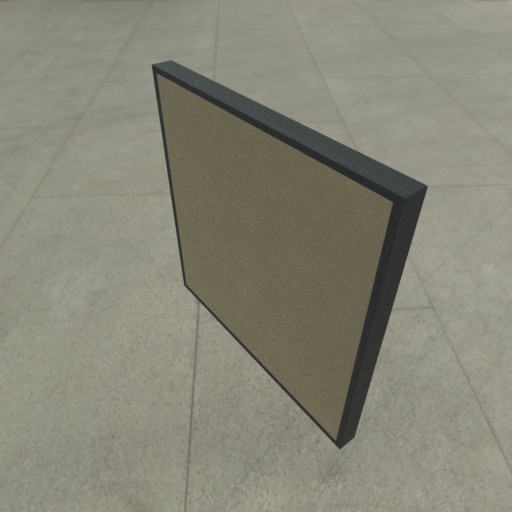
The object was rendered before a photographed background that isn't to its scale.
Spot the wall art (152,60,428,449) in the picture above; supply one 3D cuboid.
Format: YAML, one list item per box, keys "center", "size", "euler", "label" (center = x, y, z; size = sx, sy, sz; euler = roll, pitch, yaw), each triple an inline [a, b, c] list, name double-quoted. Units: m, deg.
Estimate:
- center: [0.000, 0.000, 0.751]
  size: [0.037, 0.507, 0.509]
  euler: [-27, 47, -28]
  label: "wall art"
